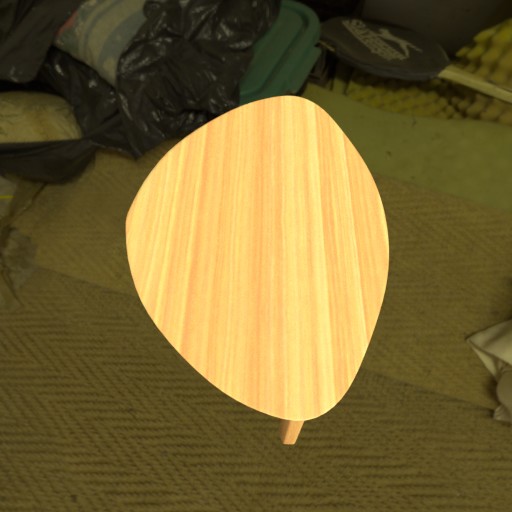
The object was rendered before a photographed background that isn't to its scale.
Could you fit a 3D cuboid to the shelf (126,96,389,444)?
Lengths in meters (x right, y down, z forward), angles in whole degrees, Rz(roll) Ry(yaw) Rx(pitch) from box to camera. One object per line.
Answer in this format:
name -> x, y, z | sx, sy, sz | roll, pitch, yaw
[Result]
shelf -> 0.000, 0.000, 1.626 | 0.845, 0.440, 1.246 | 1, 58, 1
